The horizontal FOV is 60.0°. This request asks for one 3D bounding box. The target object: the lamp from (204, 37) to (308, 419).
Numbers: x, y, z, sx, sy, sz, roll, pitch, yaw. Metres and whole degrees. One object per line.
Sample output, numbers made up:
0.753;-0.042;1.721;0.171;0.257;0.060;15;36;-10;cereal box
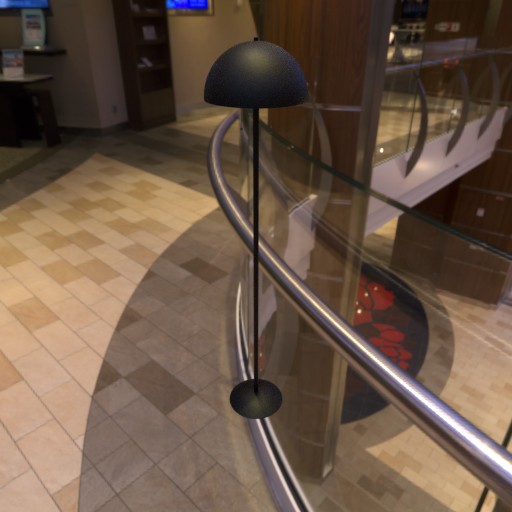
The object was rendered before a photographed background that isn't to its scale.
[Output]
0.000;0.000;1.671;0.328;1.480;0.328;-1;29;-2;lamp
